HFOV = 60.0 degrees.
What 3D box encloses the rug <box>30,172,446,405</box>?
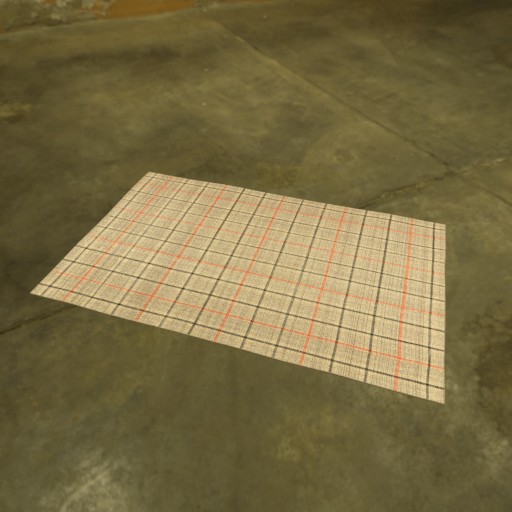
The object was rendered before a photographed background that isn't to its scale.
[{"bbox_3d":[0.000,0.000,2.995,2.439,0.015,1.524,12,43,13],"label":"rug"}]
